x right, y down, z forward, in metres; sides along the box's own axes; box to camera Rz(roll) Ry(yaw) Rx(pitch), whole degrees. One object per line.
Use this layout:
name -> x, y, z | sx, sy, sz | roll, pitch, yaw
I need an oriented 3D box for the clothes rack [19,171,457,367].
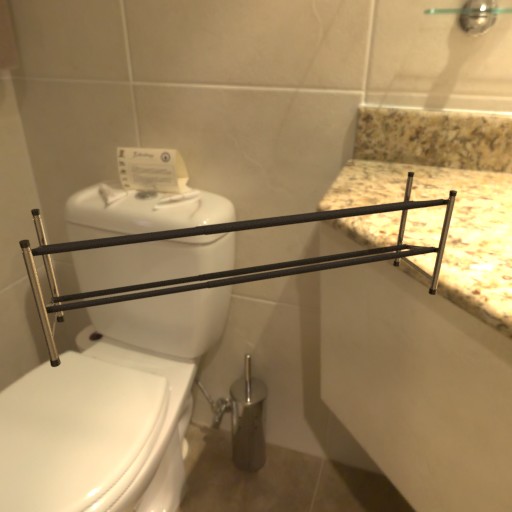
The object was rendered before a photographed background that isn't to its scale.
clothes rack -> 0.000, 0.000, 1.303 | 1.168, 0.349, 0.229 | -8, 28, -16
